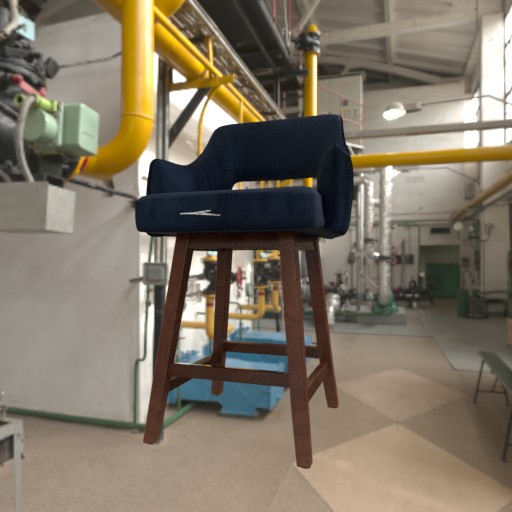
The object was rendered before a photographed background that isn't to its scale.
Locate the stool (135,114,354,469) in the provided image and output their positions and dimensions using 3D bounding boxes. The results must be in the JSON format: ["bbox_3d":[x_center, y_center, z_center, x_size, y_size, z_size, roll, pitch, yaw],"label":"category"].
[{"bbox_3d":[0.000,0.000,1.281,0.550,0.940,0.560,0,0,19],"label":"stool"}]
